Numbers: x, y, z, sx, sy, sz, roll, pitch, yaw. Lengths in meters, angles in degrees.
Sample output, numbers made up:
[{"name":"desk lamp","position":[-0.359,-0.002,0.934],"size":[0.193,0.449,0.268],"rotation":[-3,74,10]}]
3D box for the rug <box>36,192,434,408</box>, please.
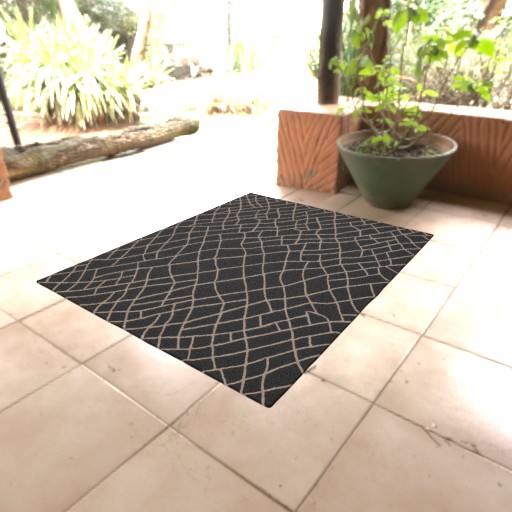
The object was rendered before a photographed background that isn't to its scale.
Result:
[{"name":"rug","position":[0.000,0.000,4.226],"size":[2.439,0.022,3.047],"rotation":[18,31,32]}]
